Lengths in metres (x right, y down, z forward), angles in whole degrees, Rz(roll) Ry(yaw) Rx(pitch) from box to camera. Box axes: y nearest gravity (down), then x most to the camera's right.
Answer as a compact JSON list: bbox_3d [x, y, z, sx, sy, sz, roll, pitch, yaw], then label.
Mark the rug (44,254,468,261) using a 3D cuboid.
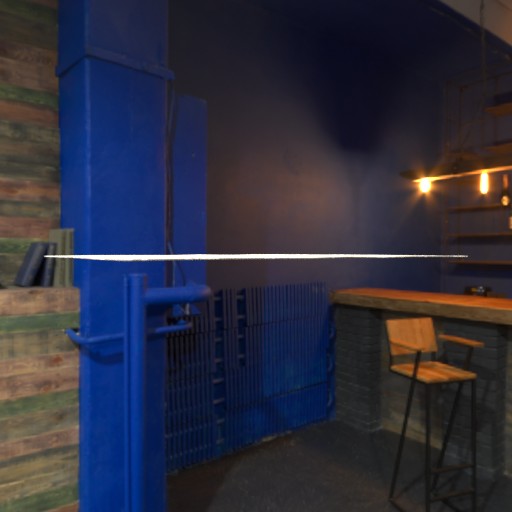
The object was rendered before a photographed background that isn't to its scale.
[{"bbox_3d":[0.000,0.000,2.715,2.135,0.013,1.524,0,1,-35],"label":"rug"}]
